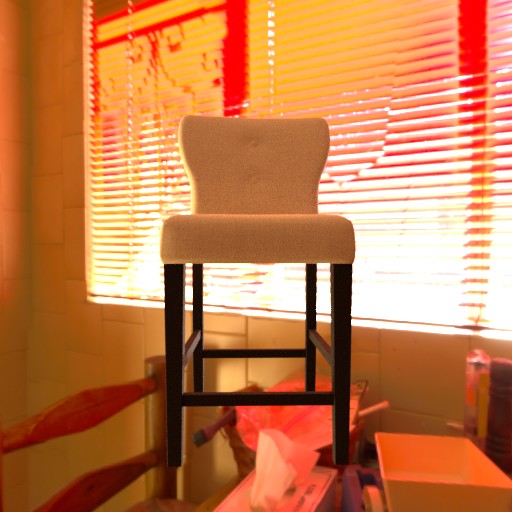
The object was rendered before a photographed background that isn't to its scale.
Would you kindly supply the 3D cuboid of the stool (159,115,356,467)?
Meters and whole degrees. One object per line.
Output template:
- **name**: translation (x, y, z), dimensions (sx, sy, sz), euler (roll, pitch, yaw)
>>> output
- **stool**: translation (0.000, 0.000, 1.297), dimensions (0.514, 0.972, 0.603), euler (0, 1, -1)
